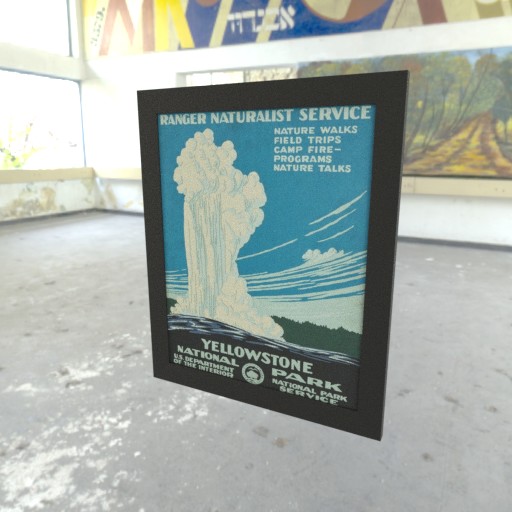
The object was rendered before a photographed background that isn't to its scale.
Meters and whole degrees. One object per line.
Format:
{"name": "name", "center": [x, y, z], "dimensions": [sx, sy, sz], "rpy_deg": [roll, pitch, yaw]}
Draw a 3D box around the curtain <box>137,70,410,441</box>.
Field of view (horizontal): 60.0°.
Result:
{"name": "curtain", "center": [0.000, 0.000, 0.796], "dimensions": [0.483, 0.585, 0.027], "rpy_deg": [7, 15, 26]}
